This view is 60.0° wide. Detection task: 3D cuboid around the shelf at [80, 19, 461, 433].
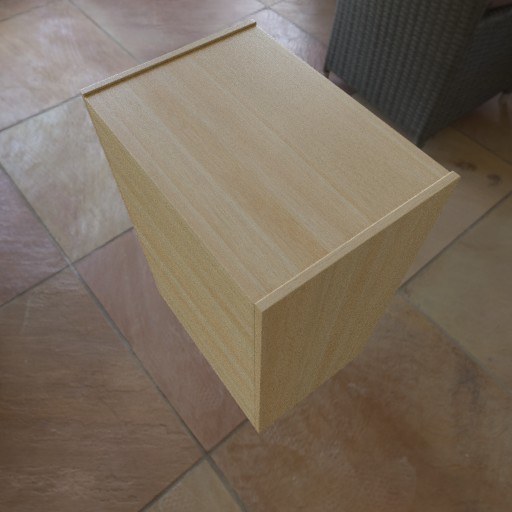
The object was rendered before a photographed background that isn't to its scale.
[{"bbox_3d":[0.000,0.000,0.807,0.290,0.592,0.414,-32,63,-19],"label":"shelf"}]
